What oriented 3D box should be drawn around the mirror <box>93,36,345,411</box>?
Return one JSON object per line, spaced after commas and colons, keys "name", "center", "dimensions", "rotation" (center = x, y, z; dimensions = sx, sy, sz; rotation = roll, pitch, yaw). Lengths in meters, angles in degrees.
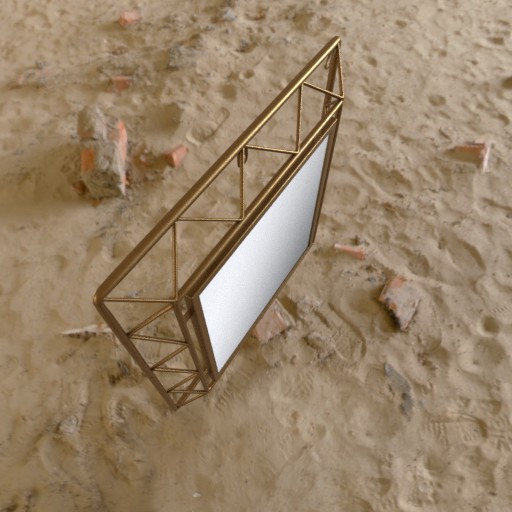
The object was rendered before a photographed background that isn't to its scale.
{"name": "mirror", "center": [0.000, 0.000, 0.606], "dimensions": [0.046, 0.414, 0.416], "rotation": [30, 64, 16]}
